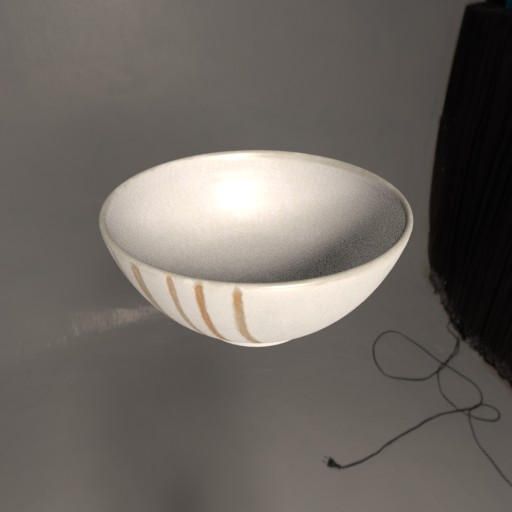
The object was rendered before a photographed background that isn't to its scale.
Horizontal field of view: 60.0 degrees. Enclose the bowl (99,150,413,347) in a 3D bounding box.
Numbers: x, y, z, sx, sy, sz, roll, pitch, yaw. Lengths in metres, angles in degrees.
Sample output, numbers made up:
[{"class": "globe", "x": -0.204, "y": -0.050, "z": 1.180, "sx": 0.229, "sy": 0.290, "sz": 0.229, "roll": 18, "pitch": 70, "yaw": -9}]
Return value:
[{"class": "bowl", "x": 0.000, "y": 0.000, "z": 0.425, "sx": 0.268, "sy": 0.121, "sz": 0.268, "roll": 0, "pitch": 32, "yaw": 0}]
